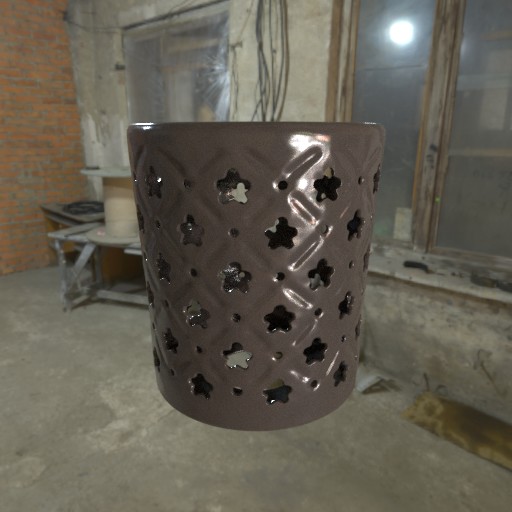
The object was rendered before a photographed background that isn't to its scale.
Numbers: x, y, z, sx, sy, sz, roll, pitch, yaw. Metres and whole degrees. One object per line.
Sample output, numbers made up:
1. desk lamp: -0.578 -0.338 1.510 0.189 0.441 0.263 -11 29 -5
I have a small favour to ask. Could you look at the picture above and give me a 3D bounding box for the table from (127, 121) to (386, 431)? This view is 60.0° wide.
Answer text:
1. table: 0.000 0.000 0.669 0.352 0.387 0.352 0 16 0
